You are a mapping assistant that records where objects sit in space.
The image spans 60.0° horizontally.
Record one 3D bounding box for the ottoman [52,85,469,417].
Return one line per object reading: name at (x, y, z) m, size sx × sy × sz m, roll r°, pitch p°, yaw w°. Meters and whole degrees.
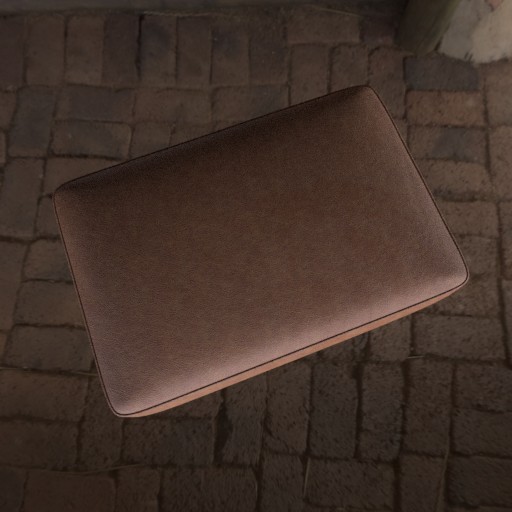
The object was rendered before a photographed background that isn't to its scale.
ottoman at (0.000, 0.000, 1.201) m, size 0.864 × 0.483 × 0.584 m, roll -20°, pitch 76°, yaw -5°
